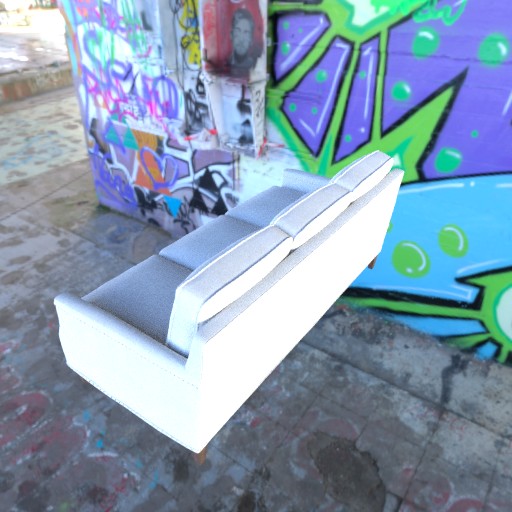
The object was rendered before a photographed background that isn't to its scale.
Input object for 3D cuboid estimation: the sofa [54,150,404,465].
[{"bbox_3d":[0.000,0.000,2.840,1.084,1.003,2.246,21,38,29],"label":"sofa"}]
